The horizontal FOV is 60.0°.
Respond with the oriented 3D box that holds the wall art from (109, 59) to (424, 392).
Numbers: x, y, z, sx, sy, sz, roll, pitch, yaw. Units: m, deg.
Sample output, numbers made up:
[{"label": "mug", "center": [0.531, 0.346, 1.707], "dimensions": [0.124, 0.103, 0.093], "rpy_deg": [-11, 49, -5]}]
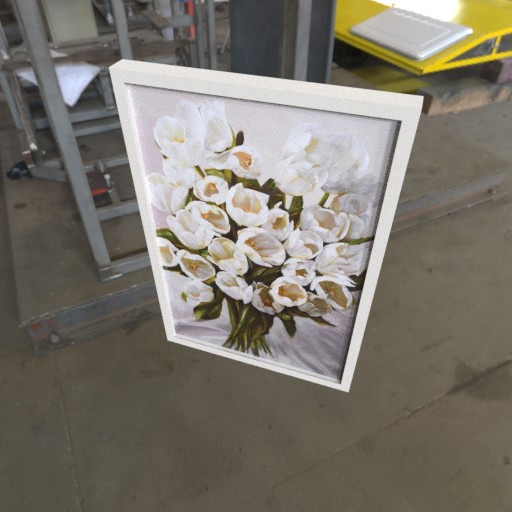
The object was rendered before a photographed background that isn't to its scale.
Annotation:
[{"label": "wall art", "center": [0.000, 0.000, 0.839], "dimensions": [0.450, 0.657, 0.038], "rpy_deg": [13, 43, 14]}]
